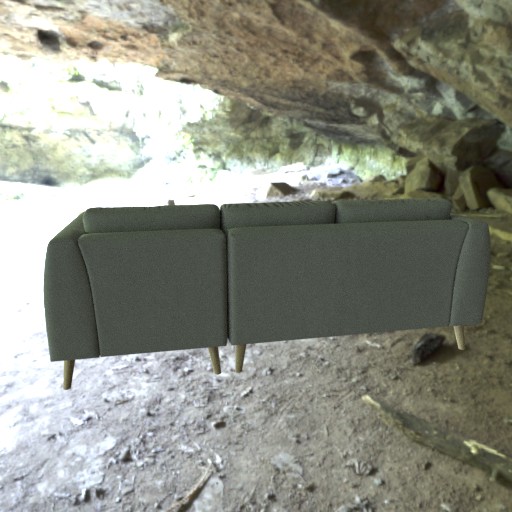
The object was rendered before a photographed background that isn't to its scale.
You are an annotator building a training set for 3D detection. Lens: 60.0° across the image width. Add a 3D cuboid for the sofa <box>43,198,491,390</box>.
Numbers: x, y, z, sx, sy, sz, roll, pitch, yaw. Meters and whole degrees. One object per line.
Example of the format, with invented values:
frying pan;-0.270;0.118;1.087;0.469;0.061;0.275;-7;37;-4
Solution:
sofa;0.000;0.000;2.947;2.300;0.860;1.580;-3;15;-11
